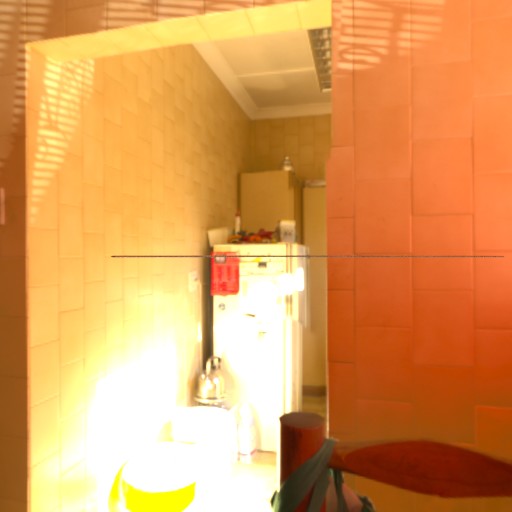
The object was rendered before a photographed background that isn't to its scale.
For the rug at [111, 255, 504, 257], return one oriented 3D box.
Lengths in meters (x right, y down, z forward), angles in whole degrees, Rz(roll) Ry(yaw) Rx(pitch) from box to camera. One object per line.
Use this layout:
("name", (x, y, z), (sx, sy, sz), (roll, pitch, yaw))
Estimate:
("rug", (0.000, 0.000, 3.940), (2.438, 0.013, 3.048), (0, 0, -18))
